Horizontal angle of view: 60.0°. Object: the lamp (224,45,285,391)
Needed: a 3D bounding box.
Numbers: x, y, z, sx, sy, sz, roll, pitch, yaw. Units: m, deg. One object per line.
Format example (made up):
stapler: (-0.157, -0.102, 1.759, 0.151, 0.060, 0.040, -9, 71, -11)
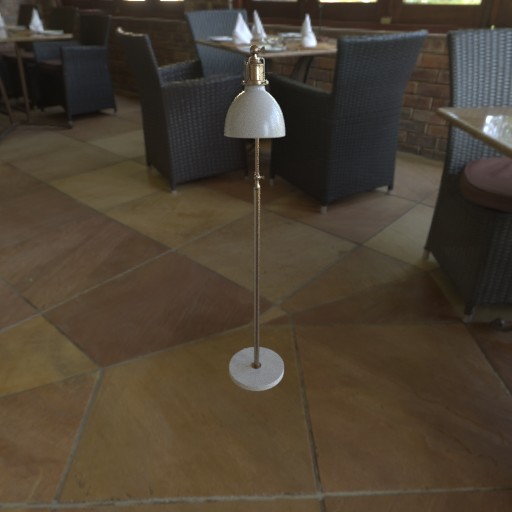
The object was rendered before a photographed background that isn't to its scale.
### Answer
lamp: (0.000, 0.000, 1.801, 0.288, 1.586, 0.599, 0, 31, 1)
